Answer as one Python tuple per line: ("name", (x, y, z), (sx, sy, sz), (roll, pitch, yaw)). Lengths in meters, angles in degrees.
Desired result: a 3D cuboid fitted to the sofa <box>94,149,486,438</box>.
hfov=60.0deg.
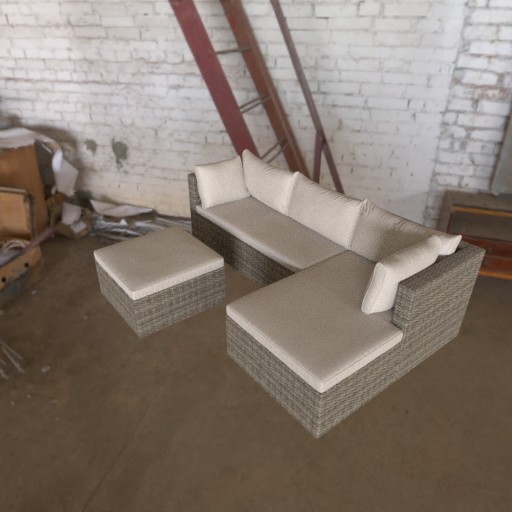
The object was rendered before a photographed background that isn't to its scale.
("sofa", (0.000, 0.000, 2.981), (1.662, 0.766, 2.192), (-21, 36, -32))
